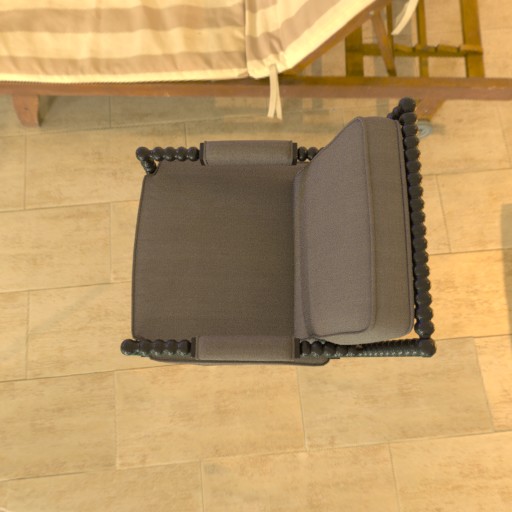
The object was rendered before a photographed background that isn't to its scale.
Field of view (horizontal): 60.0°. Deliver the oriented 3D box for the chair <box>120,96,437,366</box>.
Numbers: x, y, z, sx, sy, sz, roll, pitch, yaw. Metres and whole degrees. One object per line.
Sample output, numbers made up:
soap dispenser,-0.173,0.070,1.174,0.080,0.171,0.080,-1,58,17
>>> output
chair,0.000,0.000,1.112,0.622,0.661,0.540,1,77,0
